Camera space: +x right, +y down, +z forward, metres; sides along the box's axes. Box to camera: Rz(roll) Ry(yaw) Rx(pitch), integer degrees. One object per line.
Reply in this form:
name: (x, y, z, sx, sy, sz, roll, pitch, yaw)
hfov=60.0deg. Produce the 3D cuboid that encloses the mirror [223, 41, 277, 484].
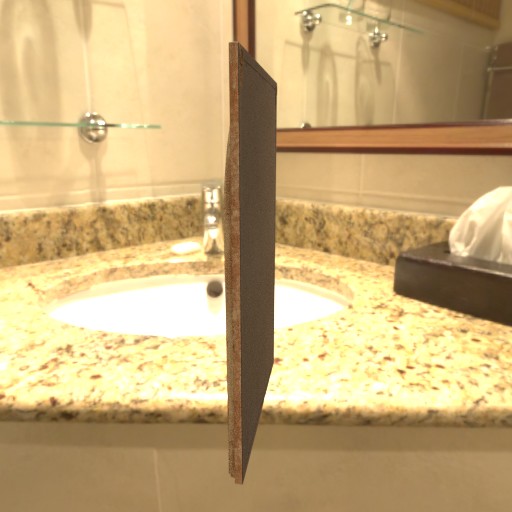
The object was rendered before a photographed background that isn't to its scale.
mirror: (0.000, 0.000, 0.996, 0.058, 0.787, 0.495, 2, 15, 9)
